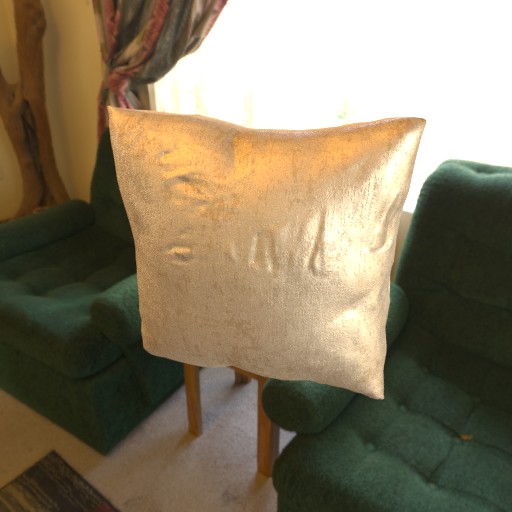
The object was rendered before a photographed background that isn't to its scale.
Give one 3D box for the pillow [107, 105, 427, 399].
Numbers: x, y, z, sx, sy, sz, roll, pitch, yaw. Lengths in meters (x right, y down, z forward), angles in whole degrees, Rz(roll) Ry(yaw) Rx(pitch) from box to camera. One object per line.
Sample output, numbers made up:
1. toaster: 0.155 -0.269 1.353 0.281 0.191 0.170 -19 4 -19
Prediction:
1. pillow: 0.000 0.000 0.701 0.450 0.448 0.245 8 28 16
